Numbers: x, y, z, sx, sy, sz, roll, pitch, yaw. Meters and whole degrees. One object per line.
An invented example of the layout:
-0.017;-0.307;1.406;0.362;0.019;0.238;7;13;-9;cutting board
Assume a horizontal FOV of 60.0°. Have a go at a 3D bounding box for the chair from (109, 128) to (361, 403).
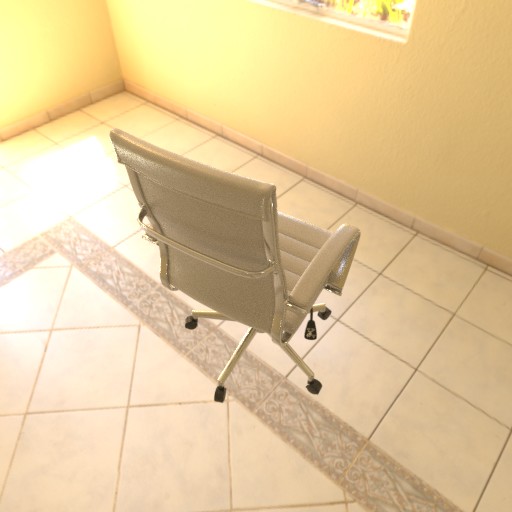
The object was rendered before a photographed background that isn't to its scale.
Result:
0.000;0.000;1.556;0.679;1.149;0.667;24;50;21;chair
